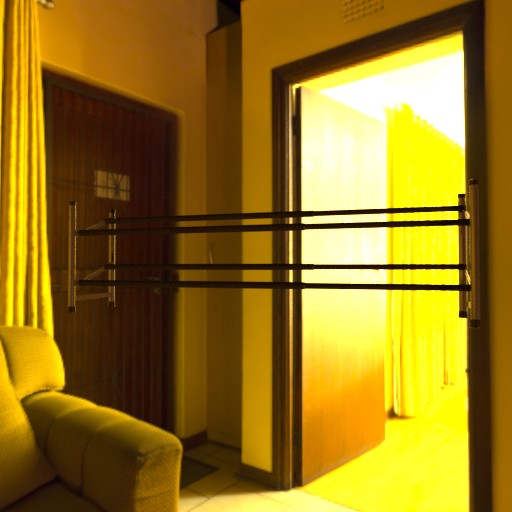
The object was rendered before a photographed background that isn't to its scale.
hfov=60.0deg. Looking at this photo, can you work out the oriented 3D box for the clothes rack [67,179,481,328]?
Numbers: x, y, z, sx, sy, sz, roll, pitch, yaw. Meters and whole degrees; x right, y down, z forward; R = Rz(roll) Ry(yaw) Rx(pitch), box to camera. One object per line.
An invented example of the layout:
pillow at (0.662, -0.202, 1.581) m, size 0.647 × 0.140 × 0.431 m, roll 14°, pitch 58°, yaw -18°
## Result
clothes rack at (0.000, 0.000, 1.315) m, size 1.168 × 0.349 × 0.229 m, roll 0°, pitch -1°, yaw 18°
